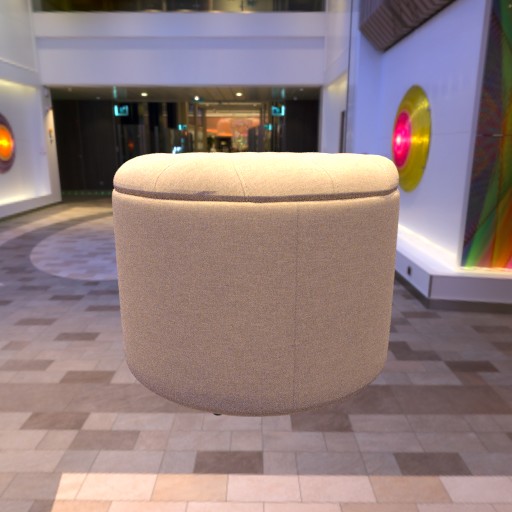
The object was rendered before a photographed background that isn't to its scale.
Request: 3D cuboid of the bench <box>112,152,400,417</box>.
[{"bbox_3d":[0.000,0.000,1.000,0.600,0.454,0.600,0,14,0],"label":"bench"}]
